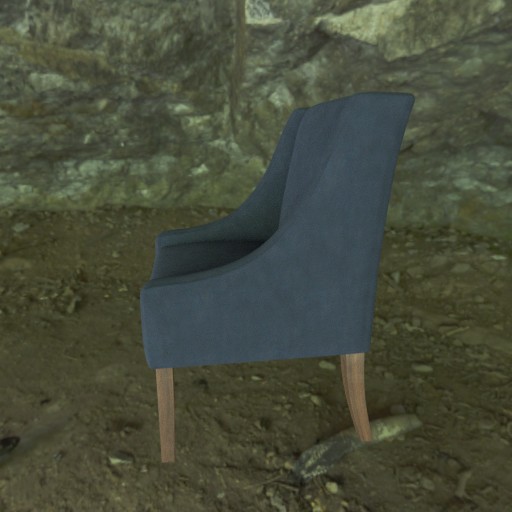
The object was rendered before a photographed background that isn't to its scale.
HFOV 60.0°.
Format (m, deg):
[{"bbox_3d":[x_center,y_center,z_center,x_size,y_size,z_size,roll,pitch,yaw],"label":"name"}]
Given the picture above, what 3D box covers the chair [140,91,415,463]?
[{"bbox_3d":[0.000,0.000,1.329,0.629,0.895,0.629,-2,15,-8],"label":"chair"}]
